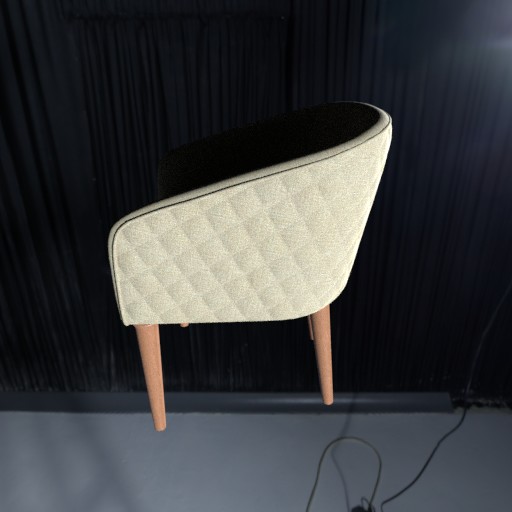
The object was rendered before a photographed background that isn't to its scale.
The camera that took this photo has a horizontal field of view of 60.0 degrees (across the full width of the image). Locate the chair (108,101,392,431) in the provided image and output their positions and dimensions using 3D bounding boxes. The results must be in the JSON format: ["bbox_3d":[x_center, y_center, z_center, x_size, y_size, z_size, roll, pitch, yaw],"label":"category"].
[{"bbox_3d":[0.000,0.000,1.213,0.616,0.775,0.584,0,27,0],"label":"chair"}]
